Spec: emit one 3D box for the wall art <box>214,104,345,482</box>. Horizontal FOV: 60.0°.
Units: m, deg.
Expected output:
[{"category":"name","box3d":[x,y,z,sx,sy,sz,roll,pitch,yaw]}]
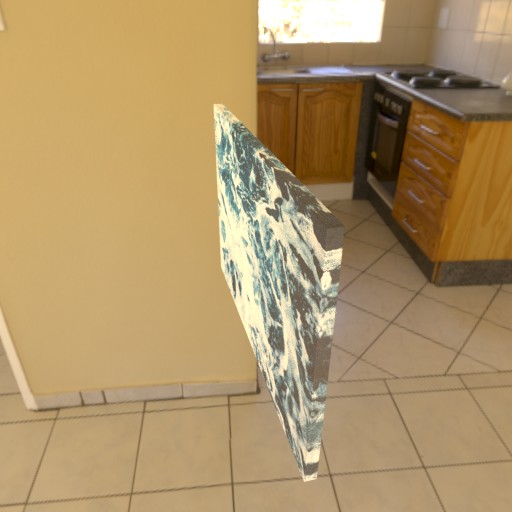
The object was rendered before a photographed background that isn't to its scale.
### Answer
[{"category":"wall art","box3d":[0.000,0.000,1.974,0.055,1.017,1.524,-8,31,-13]}]
